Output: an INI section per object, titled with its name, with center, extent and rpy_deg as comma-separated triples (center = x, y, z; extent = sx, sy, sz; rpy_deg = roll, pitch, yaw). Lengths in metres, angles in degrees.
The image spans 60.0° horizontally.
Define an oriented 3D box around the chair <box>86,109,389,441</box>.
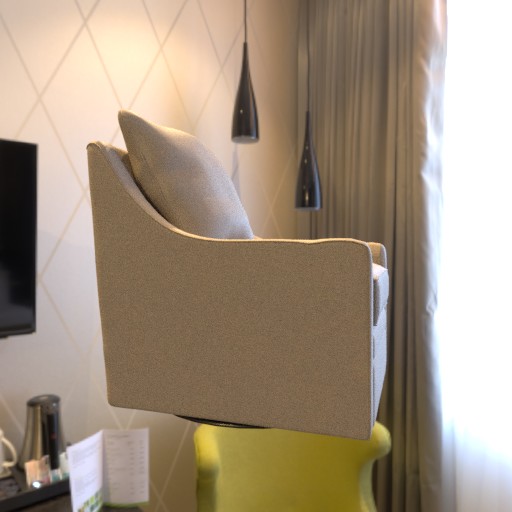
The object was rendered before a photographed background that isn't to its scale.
[chair]
center = 0.000, 0.000, 1.560
extent = 0.876, 0.942, 0.760
rpy_deg = 0, 1, 19
